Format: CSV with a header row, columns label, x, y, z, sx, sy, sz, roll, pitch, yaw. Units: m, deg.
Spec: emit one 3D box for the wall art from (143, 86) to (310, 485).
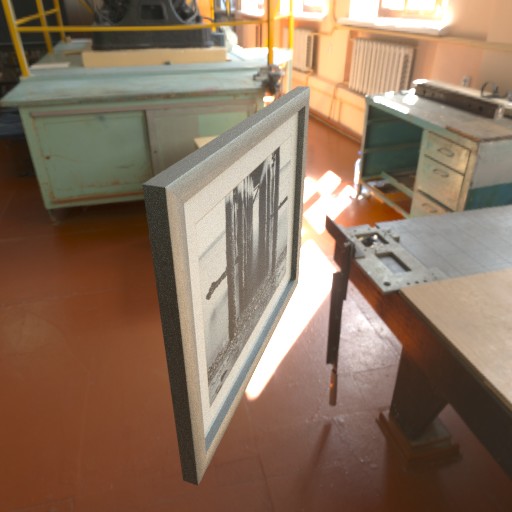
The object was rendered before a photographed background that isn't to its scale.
label,x,y,z,sx,sy,sz,roll,pitch,yaw
wall art,0.000,0.000,0.751,0.028,0.457,0.556,10,32,17
